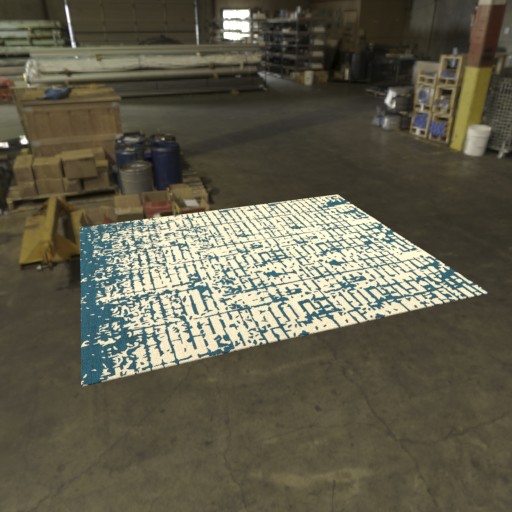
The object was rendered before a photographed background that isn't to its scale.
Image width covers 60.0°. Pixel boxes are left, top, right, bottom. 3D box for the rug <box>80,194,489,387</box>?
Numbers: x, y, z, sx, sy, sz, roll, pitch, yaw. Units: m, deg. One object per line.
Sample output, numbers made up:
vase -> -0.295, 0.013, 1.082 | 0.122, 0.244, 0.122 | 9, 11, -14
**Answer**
rug -> 0.000, 0.000, 4.033 | 3.017, 0.014, 2.416 | -9, 29, -17
